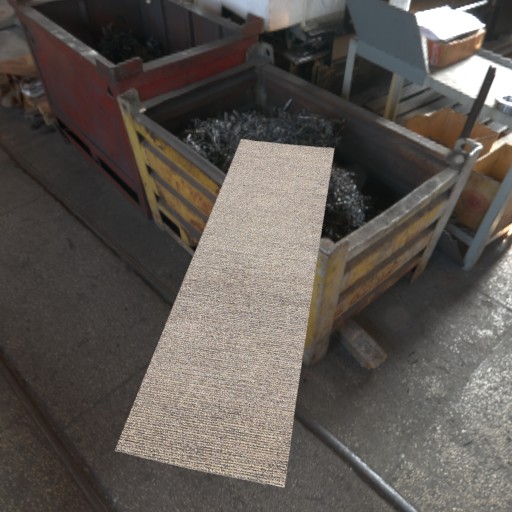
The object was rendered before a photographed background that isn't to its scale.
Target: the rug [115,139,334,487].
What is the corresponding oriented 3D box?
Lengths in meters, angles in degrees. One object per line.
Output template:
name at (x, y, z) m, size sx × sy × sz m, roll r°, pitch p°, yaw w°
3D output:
rug at (0.000, 0.000, 2.518) m, size 0.697 × 0.013 × 2.335 m, roll 9°, pitch 48°, yaw 8°
